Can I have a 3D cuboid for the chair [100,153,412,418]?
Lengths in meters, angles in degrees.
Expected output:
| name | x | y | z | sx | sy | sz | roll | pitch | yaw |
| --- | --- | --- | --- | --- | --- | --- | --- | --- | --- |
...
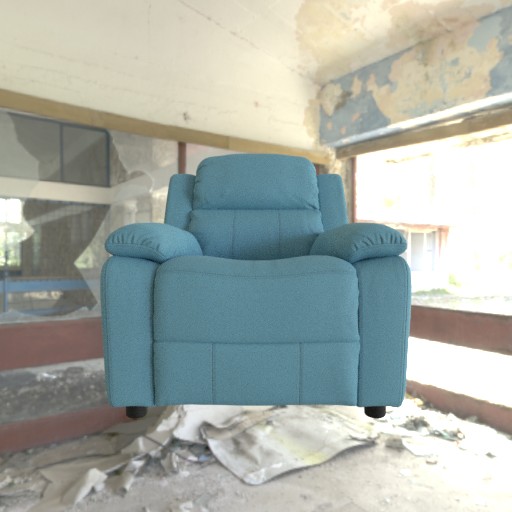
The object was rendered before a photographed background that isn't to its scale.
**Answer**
| name | x | y | z | sx | sy | sz | roll | pitch | yaw |
| --- | --- | --- | --- | --- | --- | --- | --- | --- | --- |
| chair | 0.000 | 0.000 | 1.252 | 0.680 | 0.702 | 0.709 | 0 | 0 | 0 |
